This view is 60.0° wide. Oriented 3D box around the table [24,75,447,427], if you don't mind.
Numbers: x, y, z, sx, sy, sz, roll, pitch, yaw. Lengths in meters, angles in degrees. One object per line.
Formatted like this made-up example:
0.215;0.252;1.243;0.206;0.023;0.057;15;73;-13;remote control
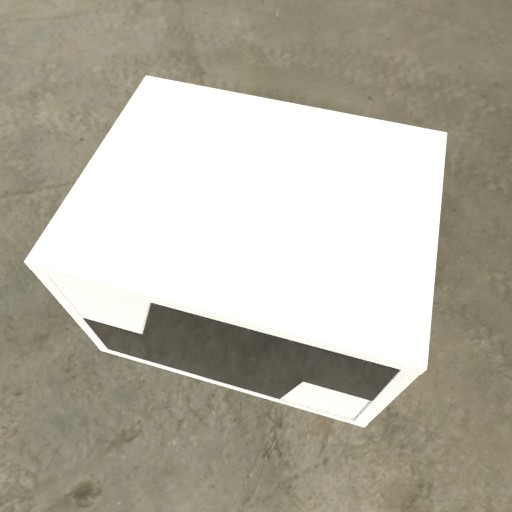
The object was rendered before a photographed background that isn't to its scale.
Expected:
0.000;0.000;0.791;0.517;0.357;0.399;14;59;8;table
